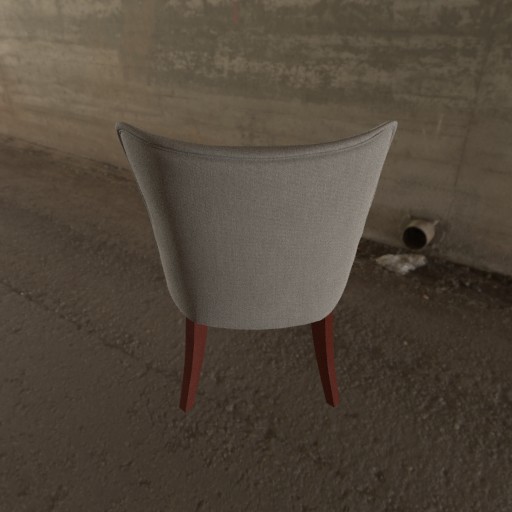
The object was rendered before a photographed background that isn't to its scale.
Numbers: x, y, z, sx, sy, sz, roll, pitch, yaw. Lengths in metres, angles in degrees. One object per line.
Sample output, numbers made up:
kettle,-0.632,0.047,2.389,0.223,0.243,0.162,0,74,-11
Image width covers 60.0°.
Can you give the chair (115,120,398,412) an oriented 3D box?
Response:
chair,0.000,0.000,1.476,0.732,0.948,0.677,-1,30,-2
